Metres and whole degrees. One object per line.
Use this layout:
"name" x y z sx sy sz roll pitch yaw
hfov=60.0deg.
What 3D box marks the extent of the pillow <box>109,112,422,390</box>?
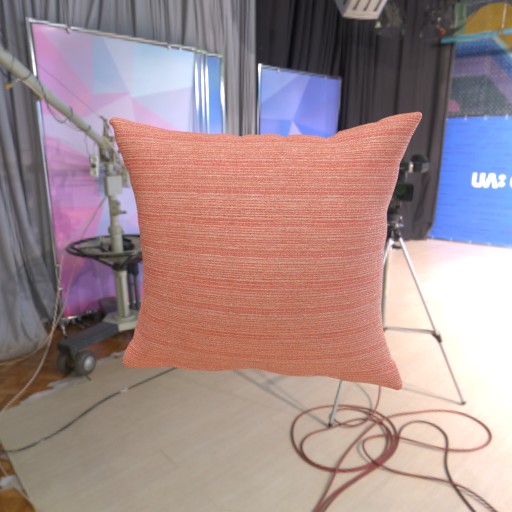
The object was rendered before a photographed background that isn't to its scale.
"pillow" 0.000 0.000 0.815 0.559 0.501 0.229 2 16 9
